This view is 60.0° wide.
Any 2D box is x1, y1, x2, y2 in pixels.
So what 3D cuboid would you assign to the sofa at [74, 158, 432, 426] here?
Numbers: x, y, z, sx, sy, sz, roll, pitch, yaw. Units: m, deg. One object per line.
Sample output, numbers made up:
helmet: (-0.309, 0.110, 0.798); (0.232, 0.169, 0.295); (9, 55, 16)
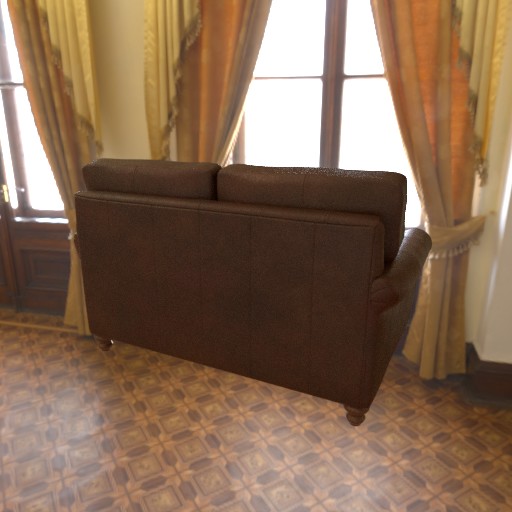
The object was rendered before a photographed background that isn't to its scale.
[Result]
sofa: (0.000, 0.000, 2.260); (1.616, 0.976, 0.990); (8, 18, 26)
